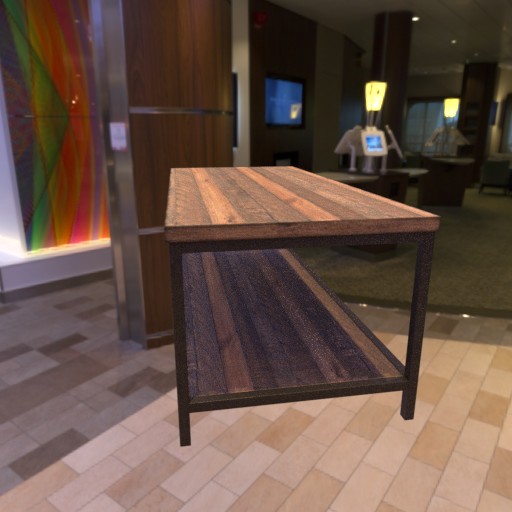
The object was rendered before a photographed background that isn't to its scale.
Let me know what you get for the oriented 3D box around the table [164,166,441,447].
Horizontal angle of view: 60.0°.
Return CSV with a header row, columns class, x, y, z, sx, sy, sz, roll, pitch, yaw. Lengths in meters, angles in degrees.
class,x,y,z,sx,sy,sz,roll,pitch,yaw
table,0.000,0.000,1.225,0.452,0.399,0.990,-3,16,-10
